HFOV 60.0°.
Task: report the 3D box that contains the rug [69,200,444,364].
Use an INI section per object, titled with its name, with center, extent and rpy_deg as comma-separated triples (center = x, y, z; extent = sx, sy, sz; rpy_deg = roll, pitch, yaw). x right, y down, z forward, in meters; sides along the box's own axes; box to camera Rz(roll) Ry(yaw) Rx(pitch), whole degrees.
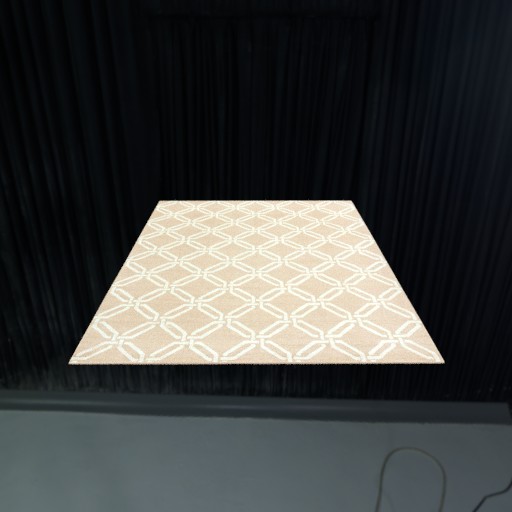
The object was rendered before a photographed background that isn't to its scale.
[rug]
center = 0.000, 0.000, 3.982
extent = 2.288, 0.018, 2.895
rpy_deg = 0, 27, 0
